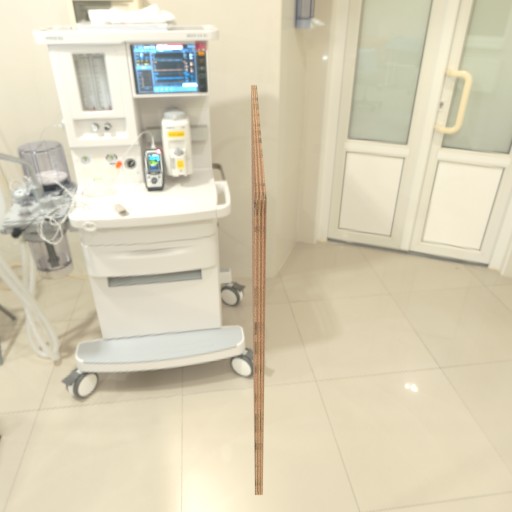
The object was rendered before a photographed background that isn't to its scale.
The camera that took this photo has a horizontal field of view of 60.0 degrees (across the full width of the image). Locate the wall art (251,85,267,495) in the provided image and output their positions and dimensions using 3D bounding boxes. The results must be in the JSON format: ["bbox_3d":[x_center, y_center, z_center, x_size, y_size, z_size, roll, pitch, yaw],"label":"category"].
[{"bbox_3d":[0.000,0.000,0.679,0.010,0.408,0.508,0,31,-1],"label":"wall art"}]
